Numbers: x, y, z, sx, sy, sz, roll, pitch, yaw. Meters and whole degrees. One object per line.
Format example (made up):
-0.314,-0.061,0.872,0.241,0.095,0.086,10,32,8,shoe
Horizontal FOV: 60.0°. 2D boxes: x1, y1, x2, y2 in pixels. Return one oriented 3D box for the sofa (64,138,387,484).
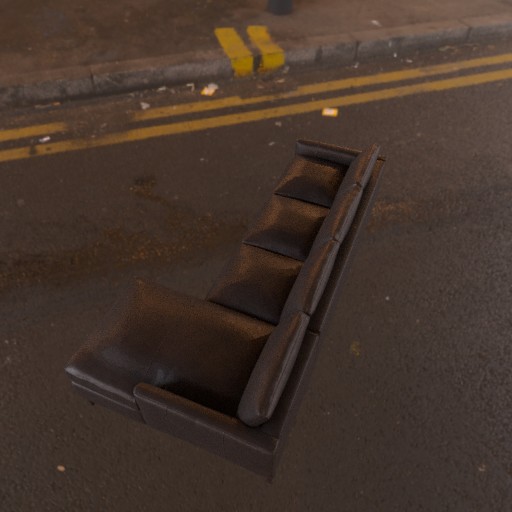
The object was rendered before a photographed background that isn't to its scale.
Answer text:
0.000,0.000,3.628,1.471,0.859,2.993,17,49,15,sofa
